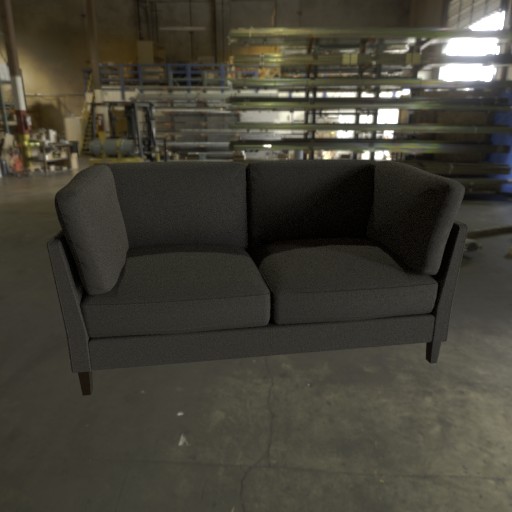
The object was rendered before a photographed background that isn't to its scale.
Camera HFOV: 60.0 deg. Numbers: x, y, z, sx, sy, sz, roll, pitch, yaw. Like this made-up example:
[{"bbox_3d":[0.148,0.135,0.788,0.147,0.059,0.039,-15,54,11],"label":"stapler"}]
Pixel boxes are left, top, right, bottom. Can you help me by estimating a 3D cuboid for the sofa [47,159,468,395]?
[{"bbox_3d":[0.000,0.000,2.287,1.751,0.920,0.969,-3,17,-9],"label":"sofa"}]
